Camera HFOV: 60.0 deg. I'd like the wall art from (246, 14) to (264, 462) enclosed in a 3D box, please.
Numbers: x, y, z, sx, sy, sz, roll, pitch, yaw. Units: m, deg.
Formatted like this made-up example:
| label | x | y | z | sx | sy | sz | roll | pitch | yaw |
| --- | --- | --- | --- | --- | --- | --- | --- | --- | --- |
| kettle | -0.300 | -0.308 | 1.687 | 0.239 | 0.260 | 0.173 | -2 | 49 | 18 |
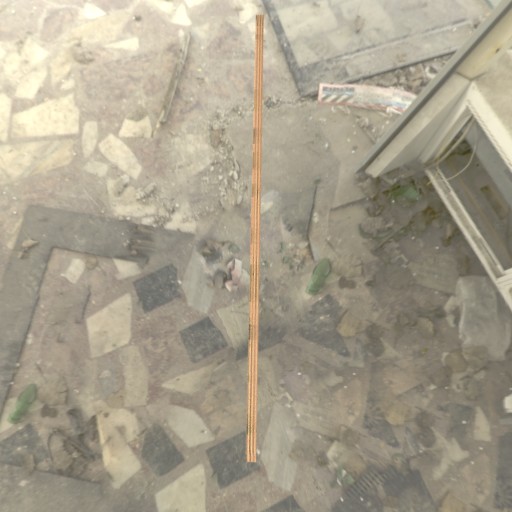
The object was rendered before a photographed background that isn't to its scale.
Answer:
| label | x | y | z | sx | sy | sz | roll | pitch | yaw |
| --- | --- | --- | --- | --- | --- | --- | --- | --- | --- |
| wall art | 0.000 | 0.000 | 0.679 | 0.010 | 0.408 | 0.508 | 1 | 75 | 0 |
